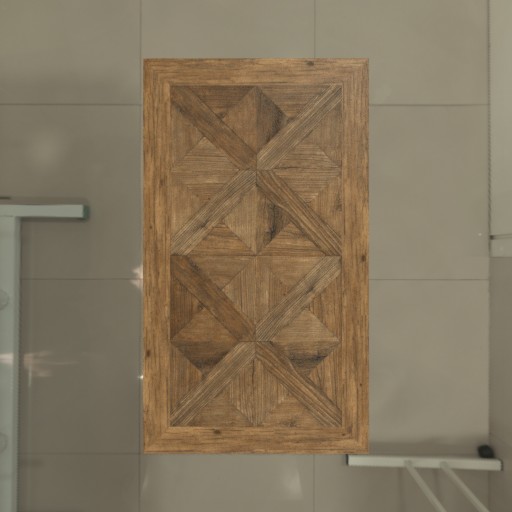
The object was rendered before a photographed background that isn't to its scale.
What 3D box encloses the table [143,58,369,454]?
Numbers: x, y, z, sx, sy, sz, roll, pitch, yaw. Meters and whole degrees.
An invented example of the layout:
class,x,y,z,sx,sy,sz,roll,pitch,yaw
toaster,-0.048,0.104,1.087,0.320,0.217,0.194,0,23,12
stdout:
class,x,y,z,sx,sy,sz,roll,pitch,yaw
table,0.000,0.000,1.773,0.800,0.410,1.400,0,90,0
